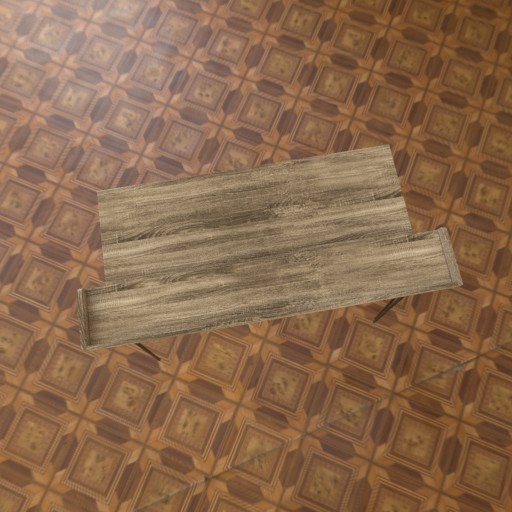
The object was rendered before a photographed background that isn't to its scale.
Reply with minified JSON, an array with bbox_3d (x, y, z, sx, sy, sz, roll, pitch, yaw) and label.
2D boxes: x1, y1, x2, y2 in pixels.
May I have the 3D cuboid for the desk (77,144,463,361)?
[{"bbox_3d":[0.000,0.000,1.671,1.135,0.899,0.605,-10,76,-2],"label":"desk"}]
